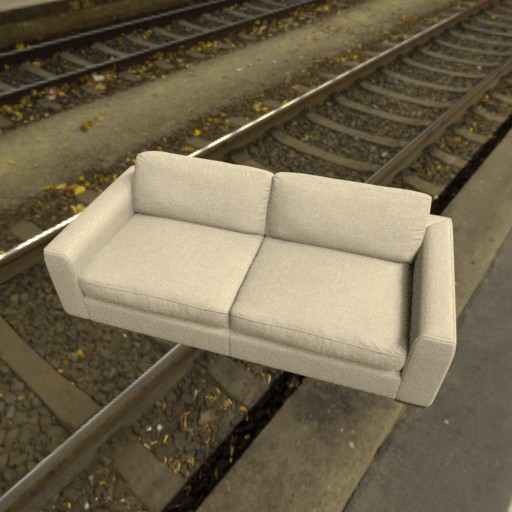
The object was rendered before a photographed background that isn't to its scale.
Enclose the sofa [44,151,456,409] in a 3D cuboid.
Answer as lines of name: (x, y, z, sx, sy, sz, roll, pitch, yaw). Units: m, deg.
sofa: (0.000, 0.000, 2.721, 2.262, 0.801, 1.070, 11, 42, 13)
